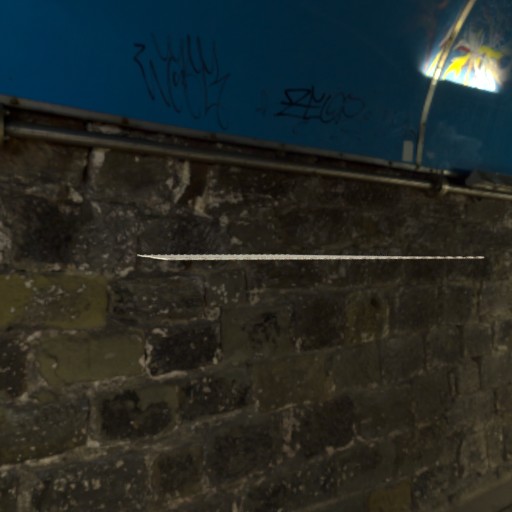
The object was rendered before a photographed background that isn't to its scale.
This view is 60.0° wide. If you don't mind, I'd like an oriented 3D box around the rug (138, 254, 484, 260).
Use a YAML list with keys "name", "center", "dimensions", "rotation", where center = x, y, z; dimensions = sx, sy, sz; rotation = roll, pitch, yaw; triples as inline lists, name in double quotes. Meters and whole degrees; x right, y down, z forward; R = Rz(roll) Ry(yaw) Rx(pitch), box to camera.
- name: "rug"
  center: [0.000, 0.000, 2.541]
  dimensions: [1.229, 0.011, 2.096]
  rotation: [0, 0, -17]
